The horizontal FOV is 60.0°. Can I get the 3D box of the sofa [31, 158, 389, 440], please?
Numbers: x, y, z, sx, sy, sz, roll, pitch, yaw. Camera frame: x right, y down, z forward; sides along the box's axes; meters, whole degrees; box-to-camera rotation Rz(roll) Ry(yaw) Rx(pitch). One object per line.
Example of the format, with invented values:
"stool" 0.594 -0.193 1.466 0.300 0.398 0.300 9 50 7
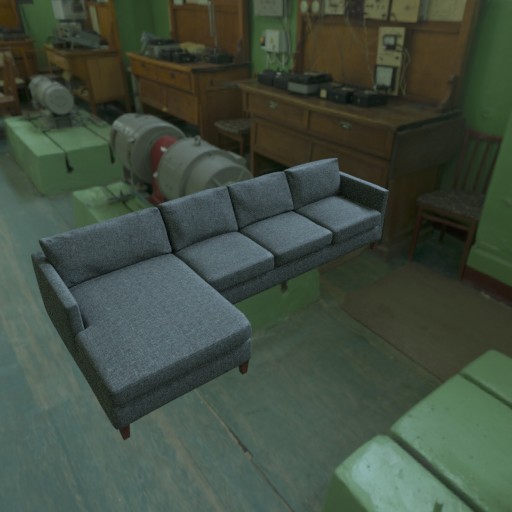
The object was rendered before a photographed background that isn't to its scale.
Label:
"sofa" 0.000 0.000 4.104 3.485 0.960 1.635 -21 37 -31
